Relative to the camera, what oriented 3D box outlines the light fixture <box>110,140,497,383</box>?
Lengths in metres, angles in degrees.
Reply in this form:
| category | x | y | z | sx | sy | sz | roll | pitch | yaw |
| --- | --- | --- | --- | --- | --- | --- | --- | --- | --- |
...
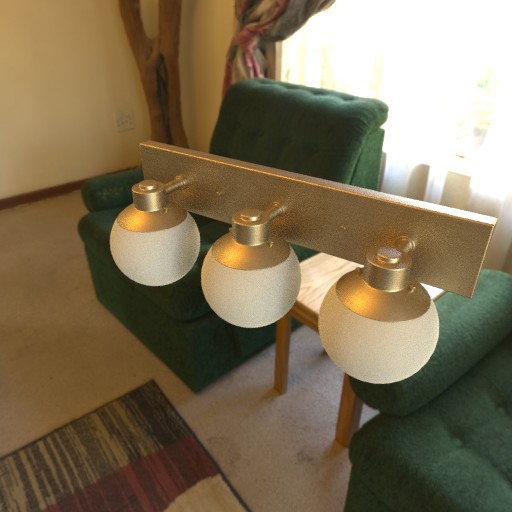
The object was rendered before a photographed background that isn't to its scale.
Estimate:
| category | x | y | z | sx | sy | sz | roll | pitch | yaw |
| --- | --- | --- | --- | --- | --- | --- | --- | --- | --- |
| light fixture | 0.000 | 0.000 | 0.821 | 0.721 | 0.263 | 0.218 | 19 | 36 | 28 |
